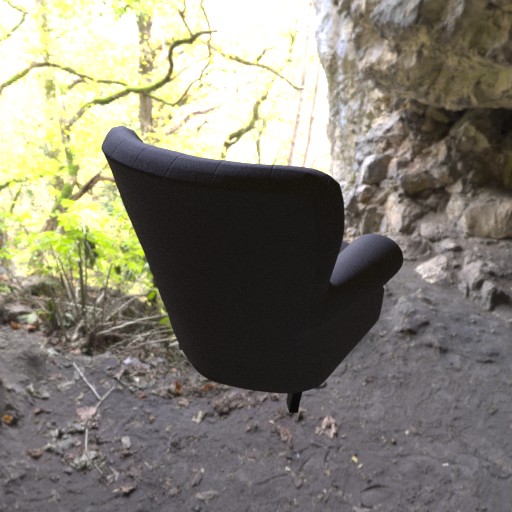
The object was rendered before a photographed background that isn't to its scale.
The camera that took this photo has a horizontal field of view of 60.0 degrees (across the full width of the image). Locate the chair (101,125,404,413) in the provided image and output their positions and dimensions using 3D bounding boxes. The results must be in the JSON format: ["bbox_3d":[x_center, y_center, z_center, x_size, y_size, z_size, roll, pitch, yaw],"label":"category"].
[{"bbox_3d":[0.000,0.000,1.769,0.983,1.046,0.983,20,36,31],"label":"chair"}]
